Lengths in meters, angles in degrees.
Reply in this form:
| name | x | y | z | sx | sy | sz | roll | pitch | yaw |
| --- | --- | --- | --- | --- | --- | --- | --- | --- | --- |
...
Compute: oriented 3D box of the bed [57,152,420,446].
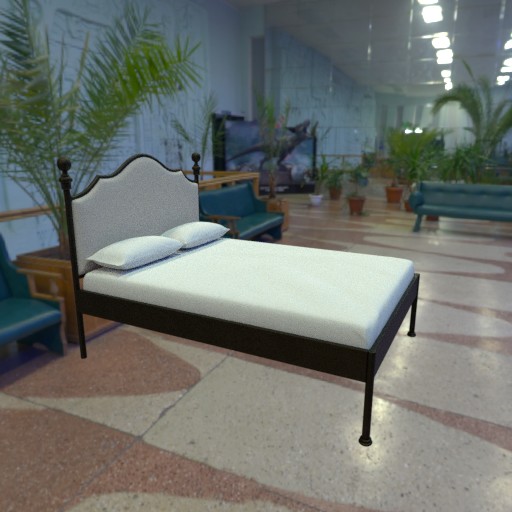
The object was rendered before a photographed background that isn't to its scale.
| name | x | y | z | sx | sy | sz | roll | pitch | yaw |
| --- | --- | --- | --- | --- | --- | --- | --- | --- | --- |
| bed | 0.000 | 0.000 | 3.371 | 2.224 | 1.499 | 1.642 | 7 | 16 | 27 |
